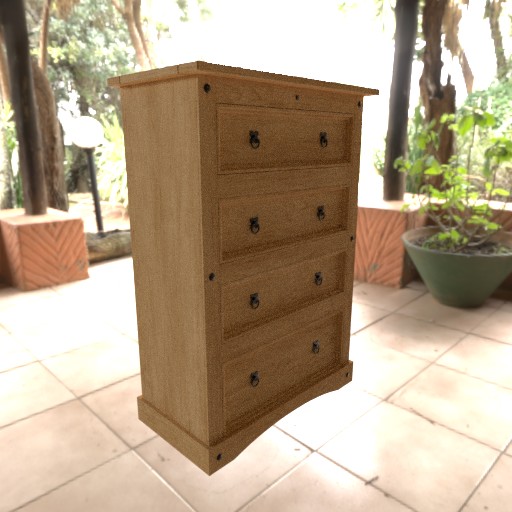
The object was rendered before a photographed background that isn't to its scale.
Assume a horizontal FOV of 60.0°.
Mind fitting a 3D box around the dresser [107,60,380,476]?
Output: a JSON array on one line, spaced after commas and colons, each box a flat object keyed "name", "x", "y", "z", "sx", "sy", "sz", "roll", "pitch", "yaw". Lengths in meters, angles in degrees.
[{"name": "dresser", "x": 0.000, "y": 0.000, "z": 1.776, "sx": 0.485, "sy": 1.300, "sz": 0.915, "roll": 14, "pitch": 20, "yaw": 43}]
